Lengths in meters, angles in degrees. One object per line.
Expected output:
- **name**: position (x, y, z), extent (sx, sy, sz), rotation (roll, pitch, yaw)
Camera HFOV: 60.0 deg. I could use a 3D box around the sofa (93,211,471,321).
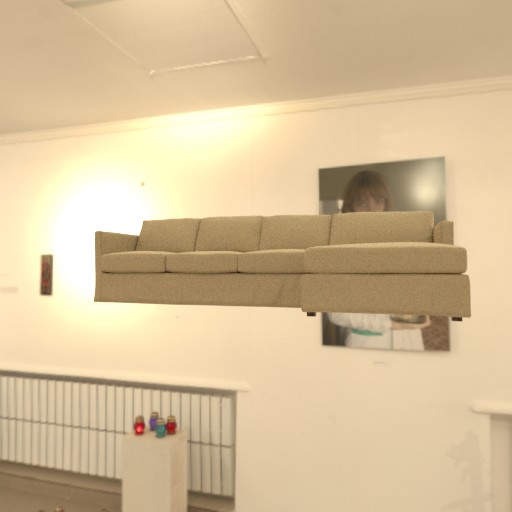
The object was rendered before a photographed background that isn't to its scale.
- **sofa**: position (0.000, 0.000, 3.869), extent (3.177, 0.867, 1.622), rotation (0, -2, 17)
